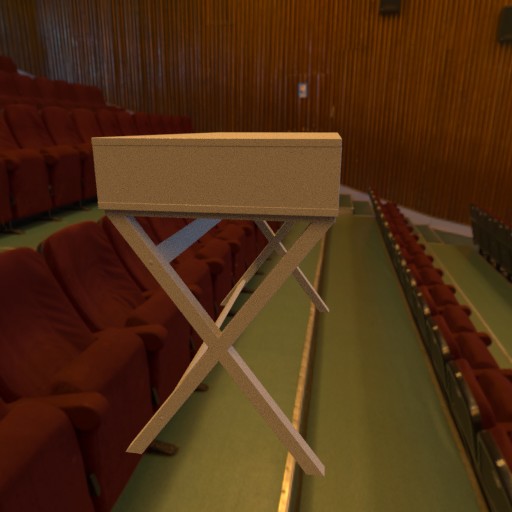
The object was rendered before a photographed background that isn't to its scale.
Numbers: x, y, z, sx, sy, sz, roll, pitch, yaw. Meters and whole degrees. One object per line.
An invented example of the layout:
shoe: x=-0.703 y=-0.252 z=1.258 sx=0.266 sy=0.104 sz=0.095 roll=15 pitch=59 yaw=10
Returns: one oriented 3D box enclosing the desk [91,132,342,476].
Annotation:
desk: x=0.000 y=0.000 z=1.475 sx=0.509 sy=0.780 sz=1.059 roll=3 pitch=16 yaw=9
